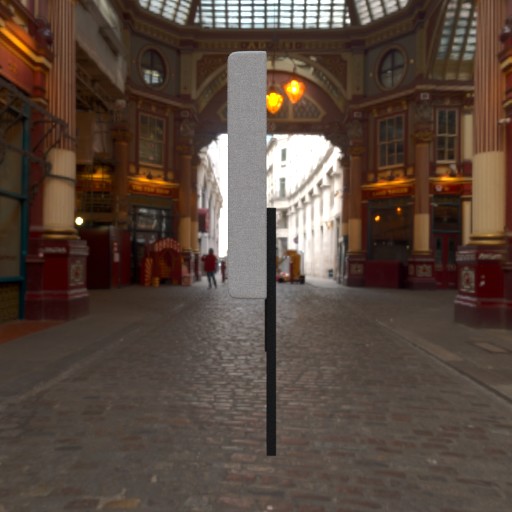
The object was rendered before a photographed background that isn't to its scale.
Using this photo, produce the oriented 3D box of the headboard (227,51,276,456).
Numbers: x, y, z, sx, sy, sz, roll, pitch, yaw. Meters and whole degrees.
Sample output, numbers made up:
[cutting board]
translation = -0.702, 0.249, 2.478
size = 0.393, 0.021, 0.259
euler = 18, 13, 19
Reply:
[headboard]
translation = 0.000, 0.000, 2.670
size = 0.184, 1.524, 2.051
euler = 0, 0, 1
